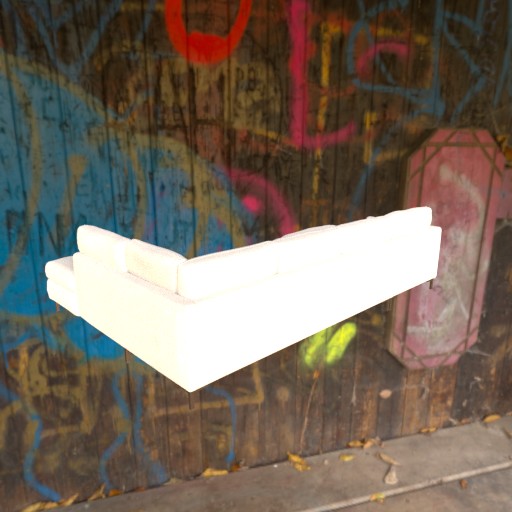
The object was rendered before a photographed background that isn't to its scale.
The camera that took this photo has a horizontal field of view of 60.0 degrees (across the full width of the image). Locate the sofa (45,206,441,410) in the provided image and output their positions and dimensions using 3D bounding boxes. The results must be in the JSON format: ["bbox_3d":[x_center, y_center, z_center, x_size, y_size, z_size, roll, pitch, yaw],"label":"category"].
[{"bbox_3d":[0.000,0.000,3.654,2.737,0.756,1.879,-14,21,-42],"label":"sofa"}]
